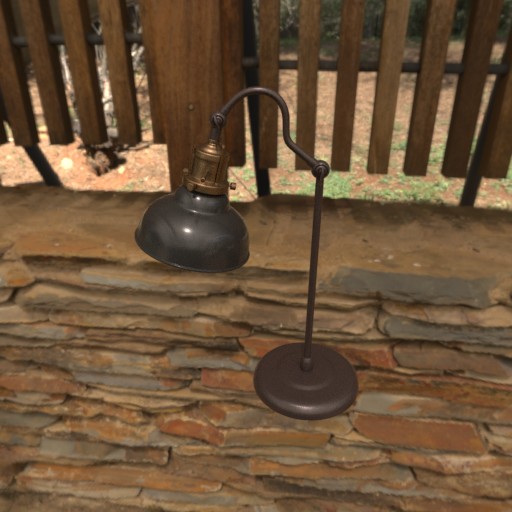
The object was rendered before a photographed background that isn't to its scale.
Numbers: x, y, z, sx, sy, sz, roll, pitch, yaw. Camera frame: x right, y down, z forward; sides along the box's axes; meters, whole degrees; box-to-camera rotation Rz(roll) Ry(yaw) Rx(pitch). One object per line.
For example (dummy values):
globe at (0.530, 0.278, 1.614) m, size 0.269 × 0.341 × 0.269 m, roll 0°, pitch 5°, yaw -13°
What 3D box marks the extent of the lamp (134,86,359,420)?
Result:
lamp at (0.000, 0.000, 0.708) m, size 0.374 × 0.508 × 0.192 m, roll 1°, pitch 26°, yaw 1°
